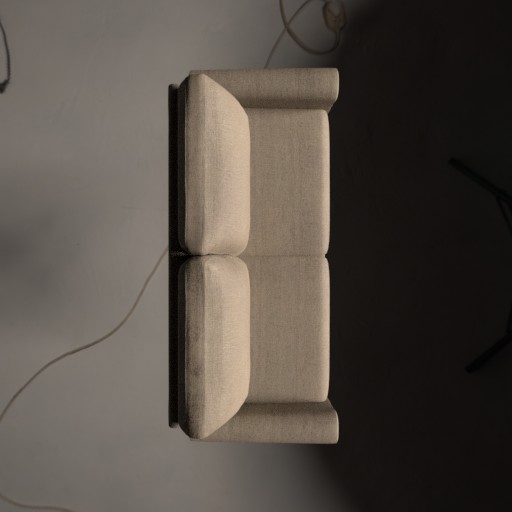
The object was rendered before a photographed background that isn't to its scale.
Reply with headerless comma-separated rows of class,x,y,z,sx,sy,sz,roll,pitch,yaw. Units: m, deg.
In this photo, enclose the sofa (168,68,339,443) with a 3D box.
sofa,0.000,0.000,2.402,0.842,0.942,1.935,0,90,0
